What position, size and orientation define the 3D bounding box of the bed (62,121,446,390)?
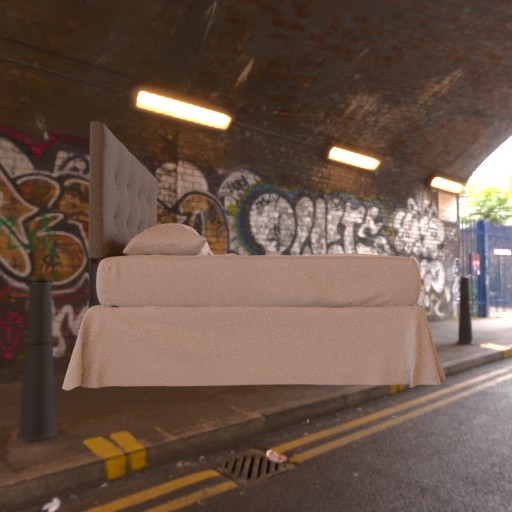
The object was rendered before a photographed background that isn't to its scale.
[{"bbox_3d":[0.000,0.000,3.474,2.222,1.577,1.936,0,-2,-1],"label":"bed"}]
